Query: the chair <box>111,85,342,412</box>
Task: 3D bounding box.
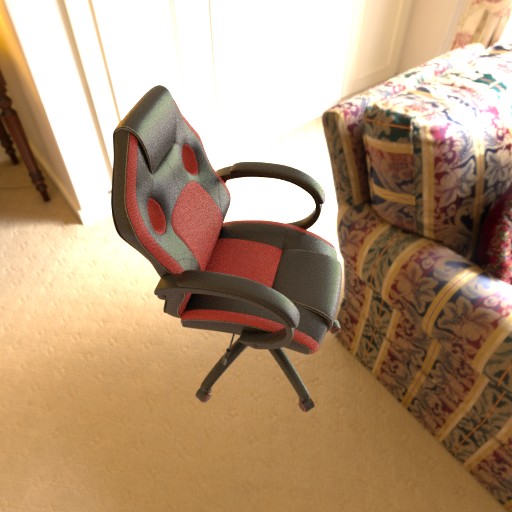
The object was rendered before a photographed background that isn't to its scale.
[{"bbox_3d":[0.000,0.000,1.709,0.783,1.189,0.750,10,48,9],"label":"chair"}]
